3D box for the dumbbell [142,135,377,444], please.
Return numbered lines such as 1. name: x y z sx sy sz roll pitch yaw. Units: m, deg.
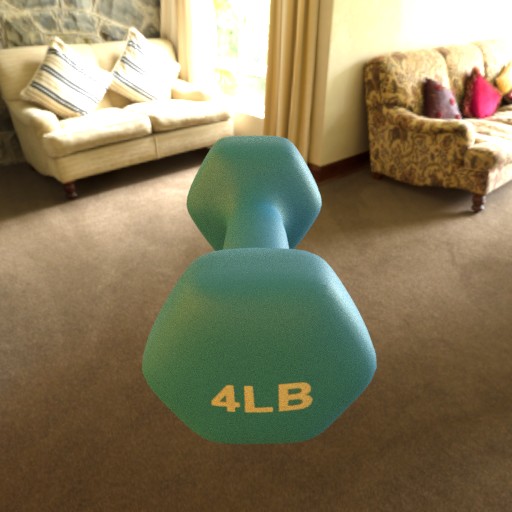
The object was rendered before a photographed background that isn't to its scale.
1. dumbbell: 0.000 0.000 0.190 0.074 0.066 0.152 0 32 0
